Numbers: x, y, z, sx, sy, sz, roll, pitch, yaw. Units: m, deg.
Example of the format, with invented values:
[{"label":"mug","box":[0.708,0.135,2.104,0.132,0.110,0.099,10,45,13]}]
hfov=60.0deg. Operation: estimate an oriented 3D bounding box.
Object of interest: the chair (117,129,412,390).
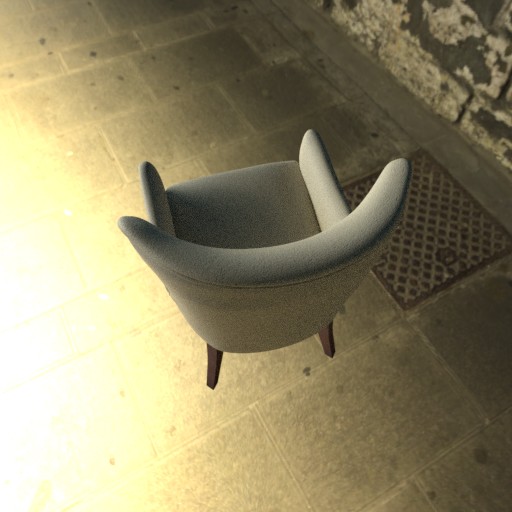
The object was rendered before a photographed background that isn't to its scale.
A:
[{"label":"chair","box":[0.000,0.000,1.414,0.660,0.952,0.686,-13,59,-8]}]
